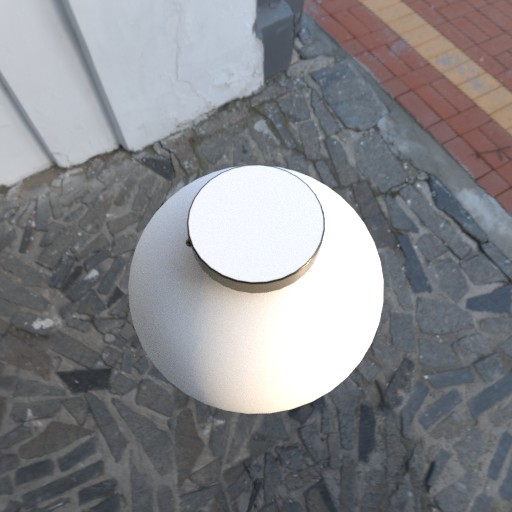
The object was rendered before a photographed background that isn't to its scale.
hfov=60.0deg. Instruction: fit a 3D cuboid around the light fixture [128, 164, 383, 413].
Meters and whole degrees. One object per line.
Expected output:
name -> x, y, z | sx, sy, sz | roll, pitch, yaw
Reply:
light fixture -> 0.000, 0.000, 0.555 | 0.355, 0.177, 0.355 | 0, 64, 0
